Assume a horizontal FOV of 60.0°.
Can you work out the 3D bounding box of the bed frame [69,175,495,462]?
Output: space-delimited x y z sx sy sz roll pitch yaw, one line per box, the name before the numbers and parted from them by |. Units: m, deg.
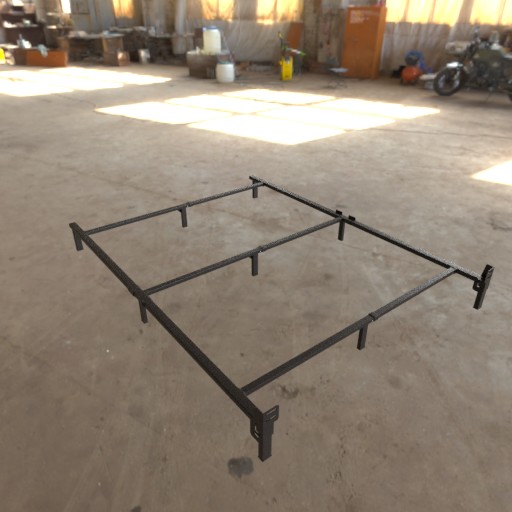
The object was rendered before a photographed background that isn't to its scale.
bed frame | 0.000 0.000 2.571 1.498 0.248 1.990 -21 36 -32
